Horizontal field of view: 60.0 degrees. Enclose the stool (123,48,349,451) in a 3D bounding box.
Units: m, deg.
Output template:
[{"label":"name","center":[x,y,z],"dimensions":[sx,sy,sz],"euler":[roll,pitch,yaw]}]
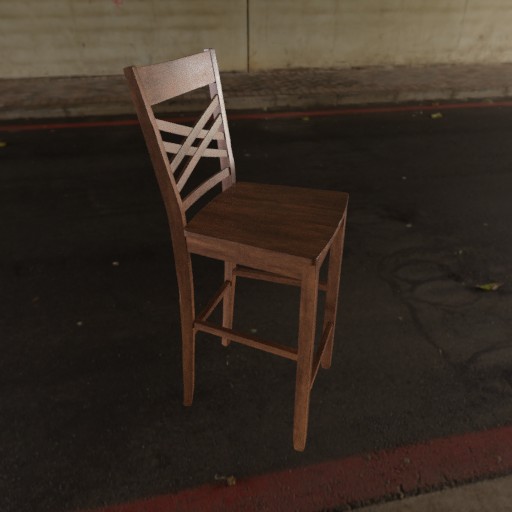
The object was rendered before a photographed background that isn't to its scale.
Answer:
[{"label":"stool","center":[0.000,0.000,1.354],"dimensions":[0.487,1.105,0.433],"euler":[11,32,17]}]
